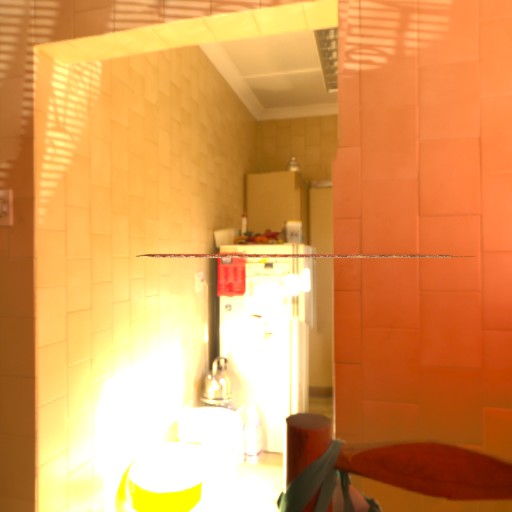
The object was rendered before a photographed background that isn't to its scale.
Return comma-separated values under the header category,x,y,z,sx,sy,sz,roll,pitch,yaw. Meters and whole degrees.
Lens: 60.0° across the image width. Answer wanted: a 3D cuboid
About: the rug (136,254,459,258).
category,x,y,z,sx,sy,sz,roll,pitch,yaw
rug,0.000,0.000,3.177,1.619,0.023,2.465,0,0,-17
